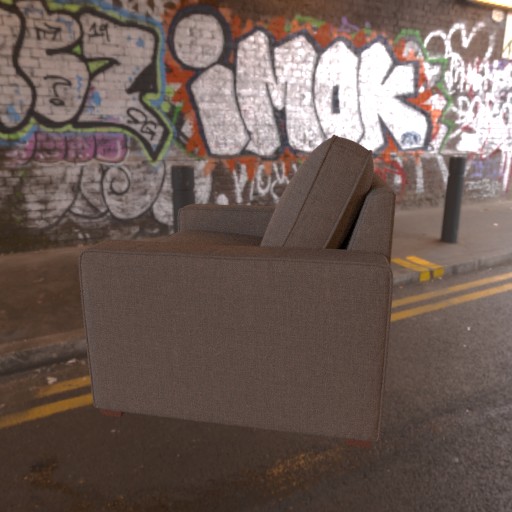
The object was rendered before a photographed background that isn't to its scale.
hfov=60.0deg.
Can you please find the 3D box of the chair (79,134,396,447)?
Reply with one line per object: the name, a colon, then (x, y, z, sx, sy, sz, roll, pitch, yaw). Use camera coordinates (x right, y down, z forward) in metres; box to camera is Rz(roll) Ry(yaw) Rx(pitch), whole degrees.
chair: (0.000, 0.000, 1.742, 0.940, 0.919, 1.017, 3, 15, 10)
